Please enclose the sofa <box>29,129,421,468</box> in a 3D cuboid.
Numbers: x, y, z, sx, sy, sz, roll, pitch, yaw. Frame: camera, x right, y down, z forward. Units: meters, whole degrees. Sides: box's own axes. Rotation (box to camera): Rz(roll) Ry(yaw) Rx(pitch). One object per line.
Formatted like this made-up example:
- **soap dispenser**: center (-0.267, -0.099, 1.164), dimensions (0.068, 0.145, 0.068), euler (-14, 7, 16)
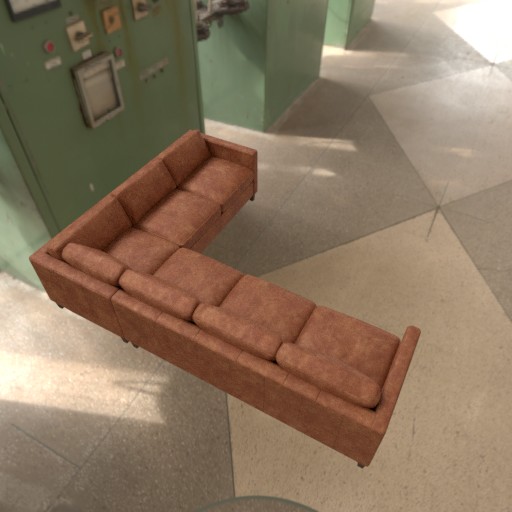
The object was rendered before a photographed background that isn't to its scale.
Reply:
- **sofa**: center (0.000, 0.000, 4.193), dimensions (3.167, 0.838, 2.438), euler (22, 50, 20)
